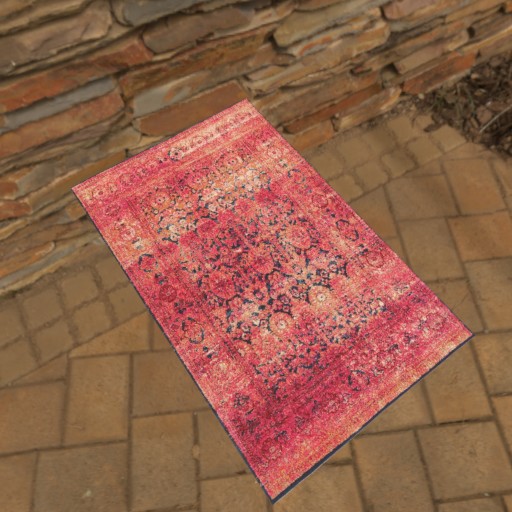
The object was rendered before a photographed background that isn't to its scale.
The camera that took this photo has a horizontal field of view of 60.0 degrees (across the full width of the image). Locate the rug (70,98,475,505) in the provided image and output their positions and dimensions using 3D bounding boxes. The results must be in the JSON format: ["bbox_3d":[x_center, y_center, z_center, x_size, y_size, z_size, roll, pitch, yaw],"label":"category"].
[{"bbox_3d":[0.000,0.000,2.937,1.539,0.018,2.449,-33,67,-15],"label":"rug"}]
